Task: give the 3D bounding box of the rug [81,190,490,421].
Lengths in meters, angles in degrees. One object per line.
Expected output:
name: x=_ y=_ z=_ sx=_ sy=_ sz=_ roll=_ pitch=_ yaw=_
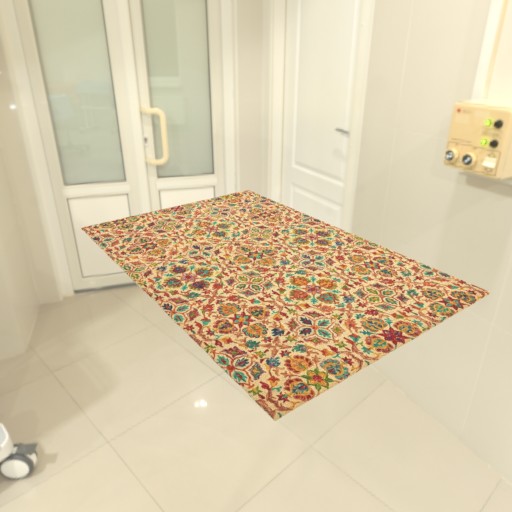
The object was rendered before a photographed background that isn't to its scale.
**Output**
rug: x=0.000 y=0.000 z=2.296 sx=1.226 sy=0.013 sz=1.838 roll=-18 pitch=31 yaw=-32
